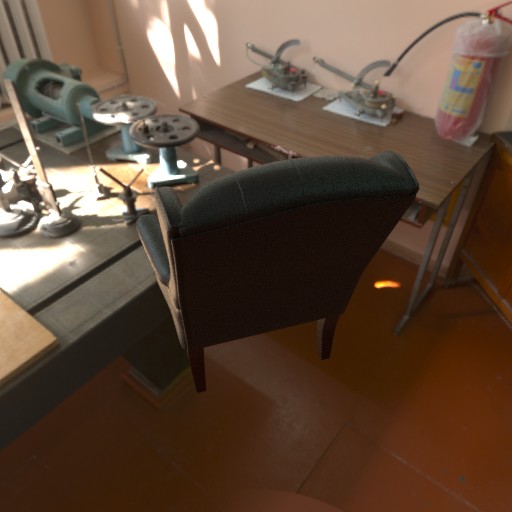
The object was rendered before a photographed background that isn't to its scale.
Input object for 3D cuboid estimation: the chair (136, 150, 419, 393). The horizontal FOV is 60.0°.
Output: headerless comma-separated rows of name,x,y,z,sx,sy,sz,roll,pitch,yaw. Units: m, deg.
chair,0.000,0.000,1.695,0.831,1.133,0.822,-11,42,-13
